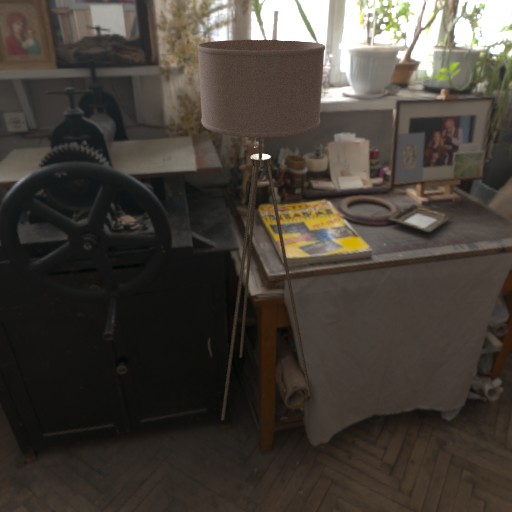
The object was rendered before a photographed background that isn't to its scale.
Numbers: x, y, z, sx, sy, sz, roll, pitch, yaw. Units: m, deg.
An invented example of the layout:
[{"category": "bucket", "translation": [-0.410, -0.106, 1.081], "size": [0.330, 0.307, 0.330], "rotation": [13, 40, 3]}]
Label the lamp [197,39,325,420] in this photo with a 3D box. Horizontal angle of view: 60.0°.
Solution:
[{"category": "lamp", "translation": [0.000, 0.000, 1.791], "size": [0.449, 1.545, 0.460], "rotation": [22, 36, 32]}]
